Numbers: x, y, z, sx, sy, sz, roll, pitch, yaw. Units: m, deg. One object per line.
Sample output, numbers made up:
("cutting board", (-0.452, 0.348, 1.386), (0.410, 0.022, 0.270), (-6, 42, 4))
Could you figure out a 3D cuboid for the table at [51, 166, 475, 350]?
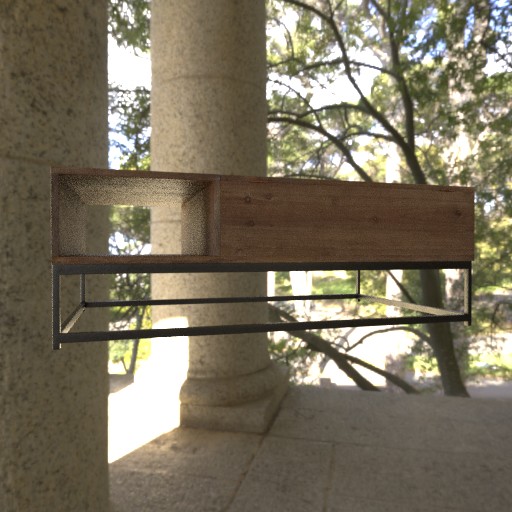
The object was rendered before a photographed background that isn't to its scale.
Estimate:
("table", (0.000, 0.000, 1.411), (1.101, 0.395, 0.655), (0, 1, -16))
